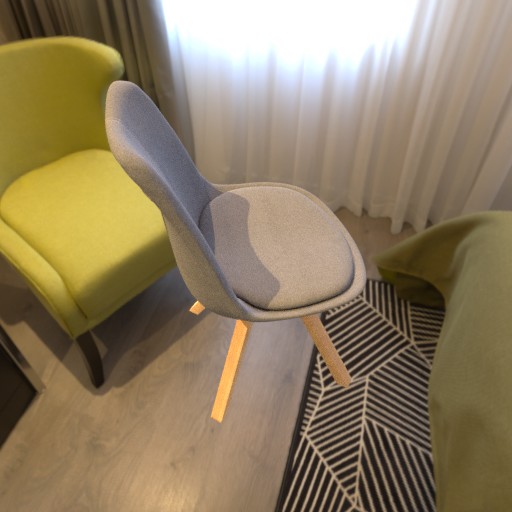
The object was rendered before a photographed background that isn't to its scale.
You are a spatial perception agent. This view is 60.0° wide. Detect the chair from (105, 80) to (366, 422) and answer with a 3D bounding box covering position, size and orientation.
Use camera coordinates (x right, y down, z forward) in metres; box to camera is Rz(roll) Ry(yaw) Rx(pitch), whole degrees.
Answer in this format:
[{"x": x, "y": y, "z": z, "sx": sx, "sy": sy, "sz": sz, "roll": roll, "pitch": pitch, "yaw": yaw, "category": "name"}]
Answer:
[{"x": 0.000, "y": 0.000, "z": 1.131, "sx": 0.549, "sy": 0.863, "sz": 0.474, "roll": -11, "pitch": 48, "yaw": -10, "category": "chair"}]
